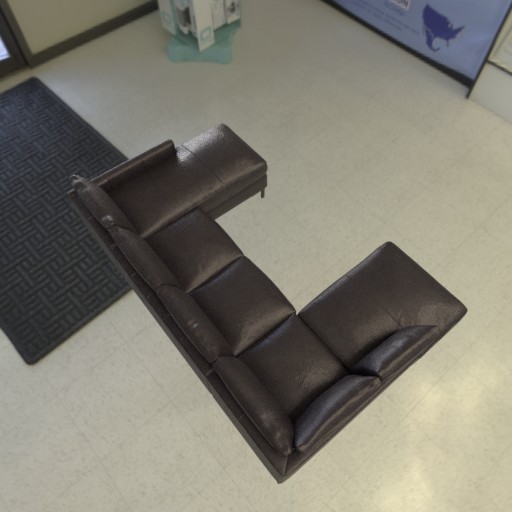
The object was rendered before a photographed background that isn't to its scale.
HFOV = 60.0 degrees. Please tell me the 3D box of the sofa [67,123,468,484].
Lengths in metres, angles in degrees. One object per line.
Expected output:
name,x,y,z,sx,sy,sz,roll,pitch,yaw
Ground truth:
sofa,0.000,0.000,3.798,1.939,0.900,2.956,-35,65,-19
